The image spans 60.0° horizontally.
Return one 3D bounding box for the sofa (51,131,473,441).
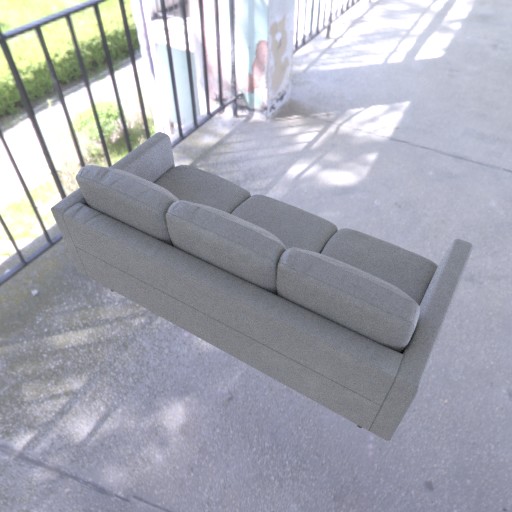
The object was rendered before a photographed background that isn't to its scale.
[{"bbox_3d":[0.000,0.000,2.446,1.983,0.918,0.944,24,51,21],"label":"sofa"}]
